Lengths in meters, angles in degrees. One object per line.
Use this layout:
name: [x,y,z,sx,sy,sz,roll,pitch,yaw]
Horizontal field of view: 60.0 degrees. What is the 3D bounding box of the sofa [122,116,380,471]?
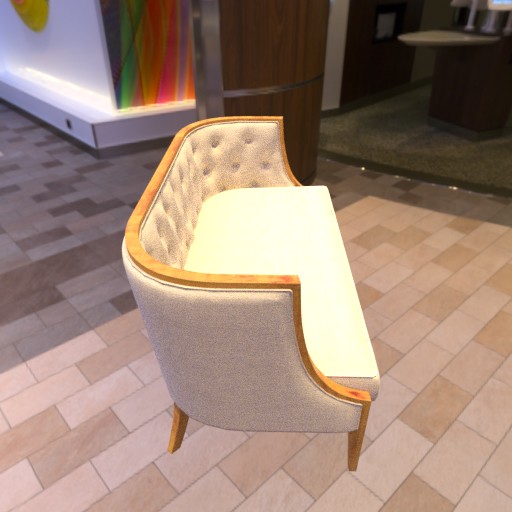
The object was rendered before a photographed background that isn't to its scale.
sofa: [0.000,0.000,1.877,0.770,0.775,1.474,1,33,1]
